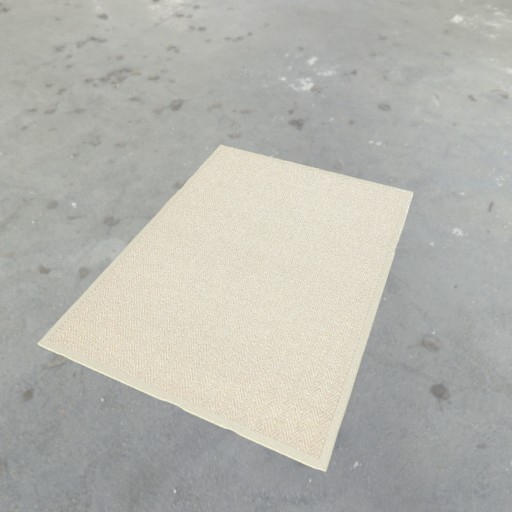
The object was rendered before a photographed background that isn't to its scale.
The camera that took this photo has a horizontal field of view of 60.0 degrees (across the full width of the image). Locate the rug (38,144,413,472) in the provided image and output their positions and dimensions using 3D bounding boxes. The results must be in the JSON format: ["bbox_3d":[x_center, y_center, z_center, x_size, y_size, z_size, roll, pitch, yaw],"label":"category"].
[{"bbox_3d":[0.000,0.000,4.798,2.734,0.037,3.659,18,48,16],"label":"rug"}]
